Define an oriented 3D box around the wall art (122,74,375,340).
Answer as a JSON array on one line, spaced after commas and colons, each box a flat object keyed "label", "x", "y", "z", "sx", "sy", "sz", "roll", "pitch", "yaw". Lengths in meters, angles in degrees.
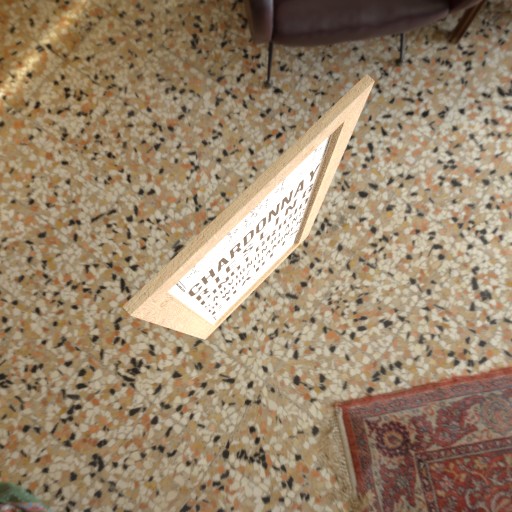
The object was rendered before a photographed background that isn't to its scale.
[{"label": "wall art", "x": 0.000, "y": 0.000, "z": 0.818, "sx": 0.013, "sy": 0.683, "sz": 0.381, "roll": 44, "pitch": 81, "yaw": 9}]
